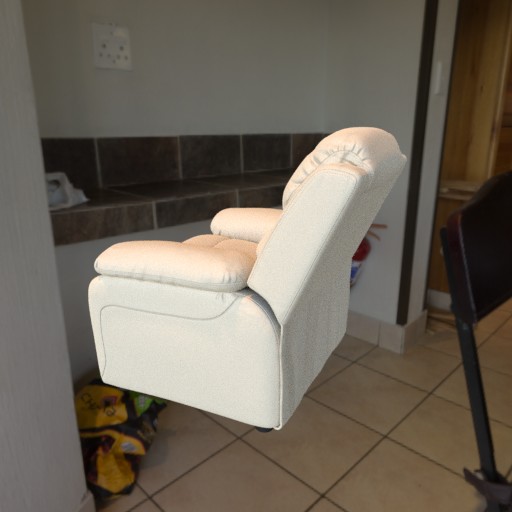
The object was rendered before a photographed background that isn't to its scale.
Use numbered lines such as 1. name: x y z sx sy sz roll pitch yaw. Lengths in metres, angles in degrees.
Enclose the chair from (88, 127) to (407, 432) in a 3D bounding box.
1. chair: 0.000 0.000 1.257 0.709 0.702 0.680 8 18 25
